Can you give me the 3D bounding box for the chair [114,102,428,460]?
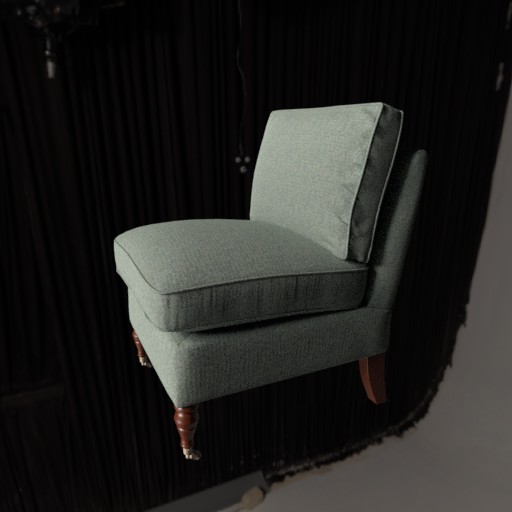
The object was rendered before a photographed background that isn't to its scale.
[{"bbox_3d":[0.000,0.000,1.401,0.796,0.901,0.624,-8,18,-25],"label":"chair"}]
